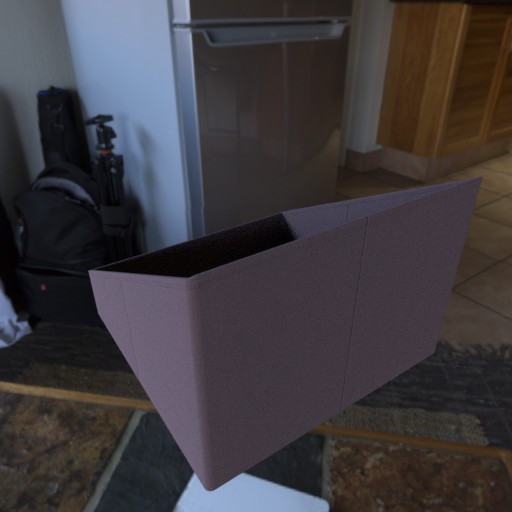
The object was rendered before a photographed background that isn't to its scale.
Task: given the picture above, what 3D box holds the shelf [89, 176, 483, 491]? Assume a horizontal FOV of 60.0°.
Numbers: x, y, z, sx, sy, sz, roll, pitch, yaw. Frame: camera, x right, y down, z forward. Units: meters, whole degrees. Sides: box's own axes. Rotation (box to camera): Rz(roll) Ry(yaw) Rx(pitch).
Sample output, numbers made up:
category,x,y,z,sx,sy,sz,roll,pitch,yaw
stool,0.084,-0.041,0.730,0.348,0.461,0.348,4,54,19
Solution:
category,x,y,z,sx,sy,sz,roll,pitch,yaw
shelf,0.000,0.000,0.477,0.292,0.210,0.292,-19,36,-29
